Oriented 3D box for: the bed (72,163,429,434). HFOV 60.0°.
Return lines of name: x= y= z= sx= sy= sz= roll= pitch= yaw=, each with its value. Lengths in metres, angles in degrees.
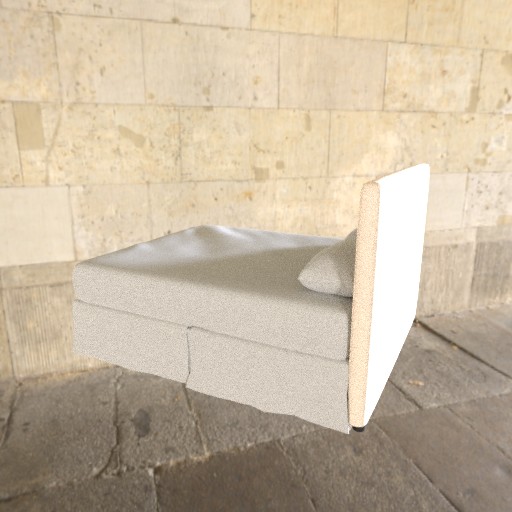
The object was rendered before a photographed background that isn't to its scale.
bed: x=0.000 y=0.000 z=3.285 sx=2.142 sy=1.330 sz=1.748 roll=8 pitch=17 yaw=26
